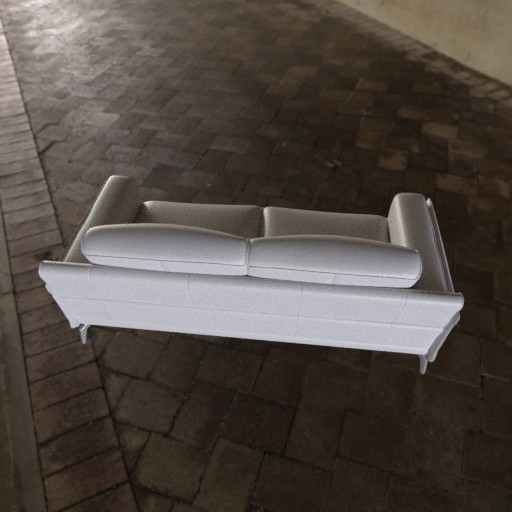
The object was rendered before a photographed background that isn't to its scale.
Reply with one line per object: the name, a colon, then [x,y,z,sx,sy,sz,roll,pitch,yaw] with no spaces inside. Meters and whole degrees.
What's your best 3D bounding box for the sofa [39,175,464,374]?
sofa: [0.000,0.000,2.571,2.101,0.930,1.049,4,46,4]
